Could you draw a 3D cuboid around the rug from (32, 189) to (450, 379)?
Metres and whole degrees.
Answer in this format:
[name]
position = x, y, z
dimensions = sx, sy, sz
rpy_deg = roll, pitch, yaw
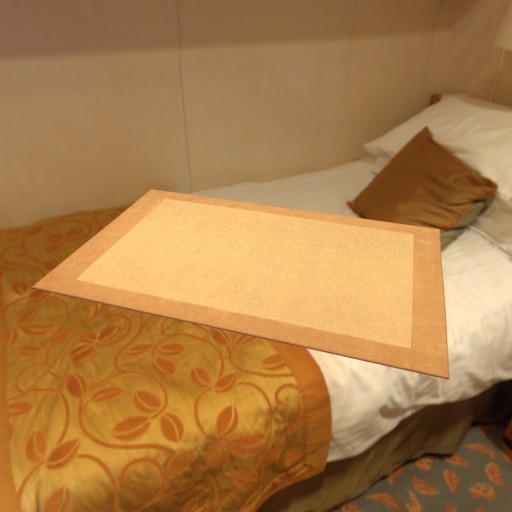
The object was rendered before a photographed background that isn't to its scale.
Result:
[rug]
position = 0.000, 0.000, 3.048
dimensions = 2.438, 0.014, 1.524
rpy_deg = 10, 34, 14
